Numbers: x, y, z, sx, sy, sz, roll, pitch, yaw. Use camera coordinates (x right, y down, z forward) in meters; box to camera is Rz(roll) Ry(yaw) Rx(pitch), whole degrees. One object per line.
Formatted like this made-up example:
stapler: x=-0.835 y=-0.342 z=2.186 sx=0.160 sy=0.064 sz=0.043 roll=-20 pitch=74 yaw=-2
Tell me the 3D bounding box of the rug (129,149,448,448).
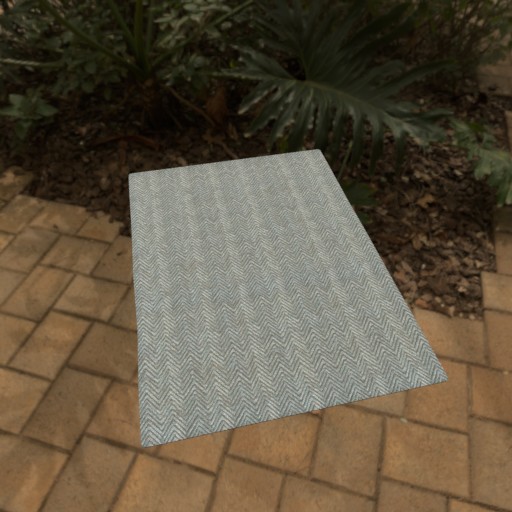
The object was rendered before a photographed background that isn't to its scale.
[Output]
rug: x=0.000 y=0.000 z=5.314 sx=2.894 sy=0.011 sz=3.957 roll=-9 pitch=48 yaw=-9
